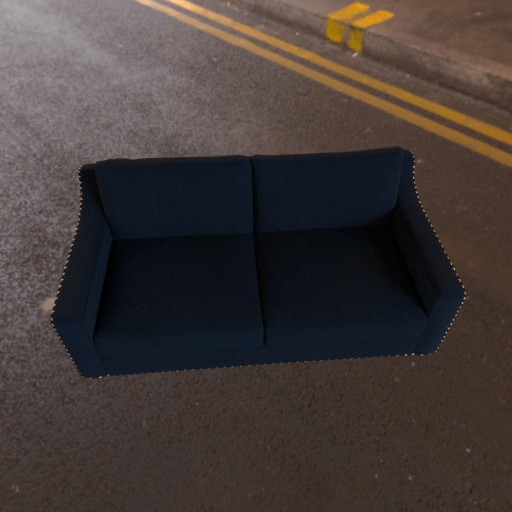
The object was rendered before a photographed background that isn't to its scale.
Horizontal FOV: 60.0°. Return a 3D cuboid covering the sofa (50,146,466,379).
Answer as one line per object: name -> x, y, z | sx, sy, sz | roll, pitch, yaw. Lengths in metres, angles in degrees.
sofa -> 0.000, 0.000, 2.667 | 2.107, 0.983, 1.104 | -3, 47, -3
